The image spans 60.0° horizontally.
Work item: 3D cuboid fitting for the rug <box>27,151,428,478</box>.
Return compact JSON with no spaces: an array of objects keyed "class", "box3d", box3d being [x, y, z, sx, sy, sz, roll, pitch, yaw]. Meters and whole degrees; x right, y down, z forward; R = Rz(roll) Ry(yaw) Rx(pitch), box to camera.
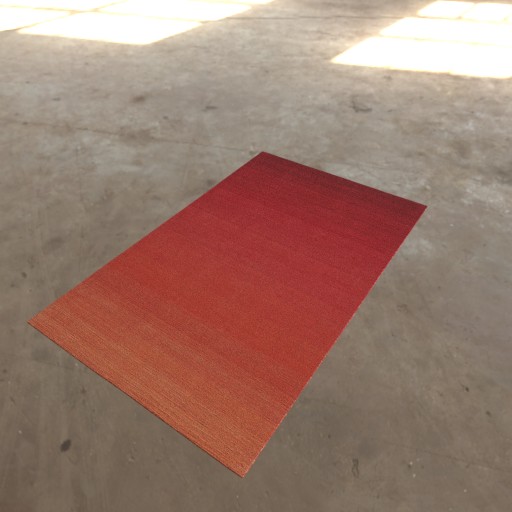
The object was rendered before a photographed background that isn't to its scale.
[{"class":"rug","box3d":[0.000,0.000,2.978,1.531,0.010,2.442,24,47,25]}]
